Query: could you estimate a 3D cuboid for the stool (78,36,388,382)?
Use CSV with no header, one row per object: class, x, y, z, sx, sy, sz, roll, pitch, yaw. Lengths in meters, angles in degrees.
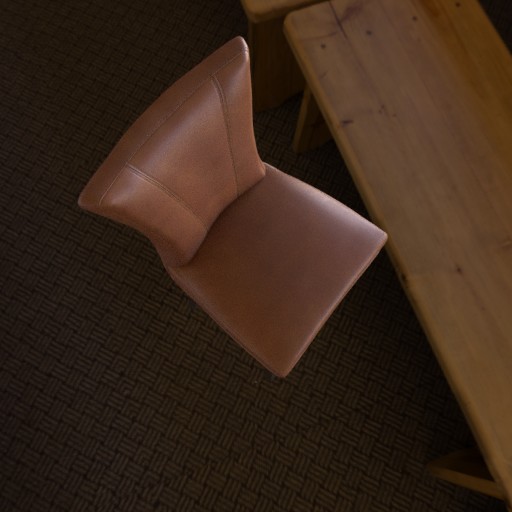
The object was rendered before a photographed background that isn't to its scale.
stool,0.000,0.000,1.391,0.585,1.094,0.522,37,77,10
